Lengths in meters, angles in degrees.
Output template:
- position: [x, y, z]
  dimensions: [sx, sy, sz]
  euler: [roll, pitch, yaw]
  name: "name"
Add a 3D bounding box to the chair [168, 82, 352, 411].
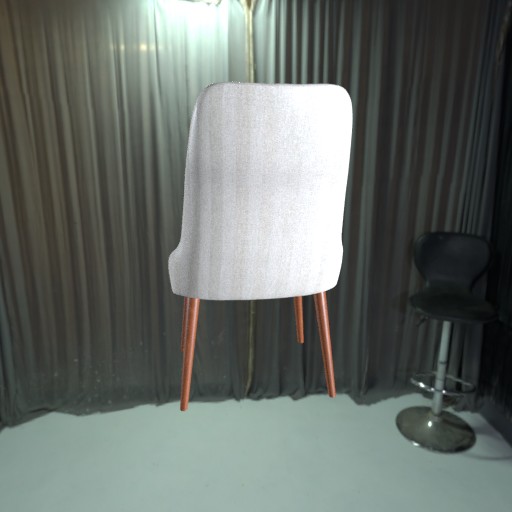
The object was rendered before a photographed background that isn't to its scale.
- position: [0.000, 0.000, 1.354]
  dimensions: [0.526, 0.917, 0.684]
  euler: [-2, 15, -9]
  name: "chair"
